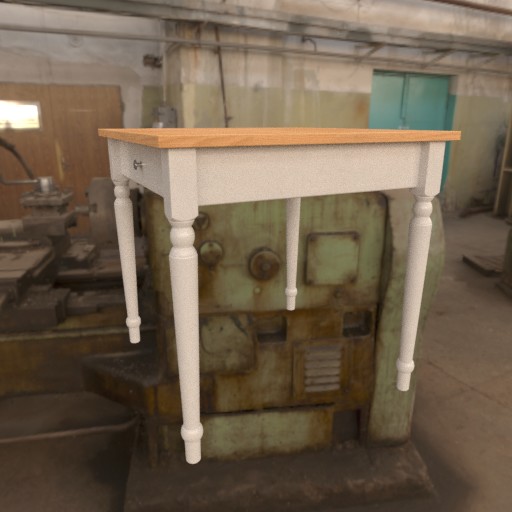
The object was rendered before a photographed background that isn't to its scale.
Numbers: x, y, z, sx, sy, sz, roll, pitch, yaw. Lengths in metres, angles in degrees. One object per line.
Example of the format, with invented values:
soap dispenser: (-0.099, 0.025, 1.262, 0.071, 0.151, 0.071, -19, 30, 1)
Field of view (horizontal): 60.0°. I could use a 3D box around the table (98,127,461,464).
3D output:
table: (0.000, 0.000, 1.348, 0.747, 0.738, 0.747, -8, 19, -25)
